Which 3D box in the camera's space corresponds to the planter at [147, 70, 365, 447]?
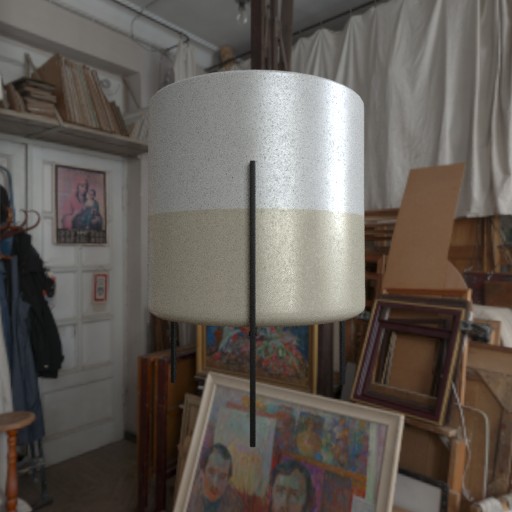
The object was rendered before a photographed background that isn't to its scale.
[{"bbox_3d":[0.000,0.000,0.745,0.359,0.484,0.368,0,0,1],"label":"planter"}]
